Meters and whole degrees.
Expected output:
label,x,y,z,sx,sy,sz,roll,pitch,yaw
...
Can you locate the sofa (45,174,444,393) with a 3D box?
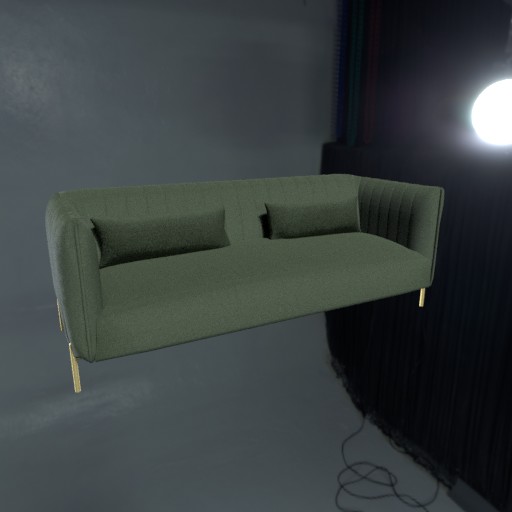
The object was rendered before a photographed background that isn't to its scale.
label,x,y,z,sx,sy,sz,roll,pitch,yaw
sofa,0.000,0.000,2.568,2.137,0.793,0.896,-8,18,-26
